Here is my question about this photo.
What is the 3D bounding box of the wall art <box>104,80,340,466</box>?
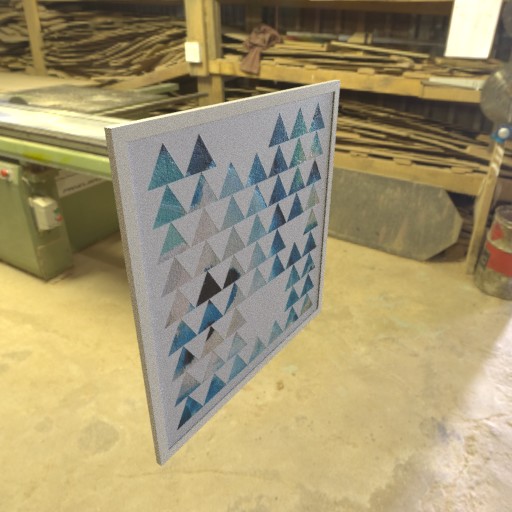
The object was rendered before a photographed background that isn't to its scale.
[{"bbox_3d":[0.000,0.000,0.817,0.012,0.557,0.557,19,33,31],"label":"wall art"}]
